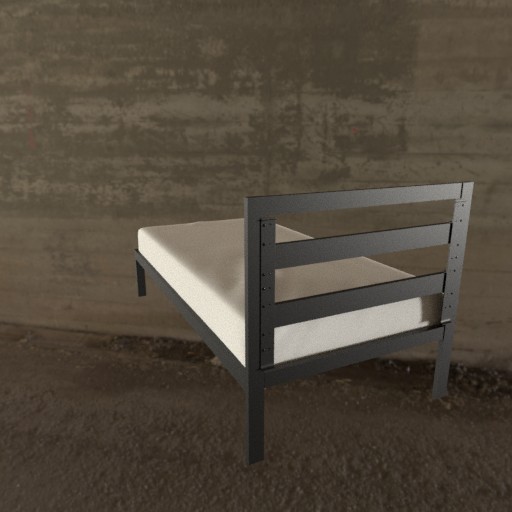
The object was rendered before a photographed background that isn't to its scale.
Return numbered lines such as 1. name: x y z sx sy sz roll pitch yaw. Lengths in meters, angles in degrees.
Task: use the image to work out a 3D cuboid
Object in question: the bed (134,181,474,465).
1. bed: 0.000 0.000 2.503 0.991 0.967 1.930 -8 17 -25
